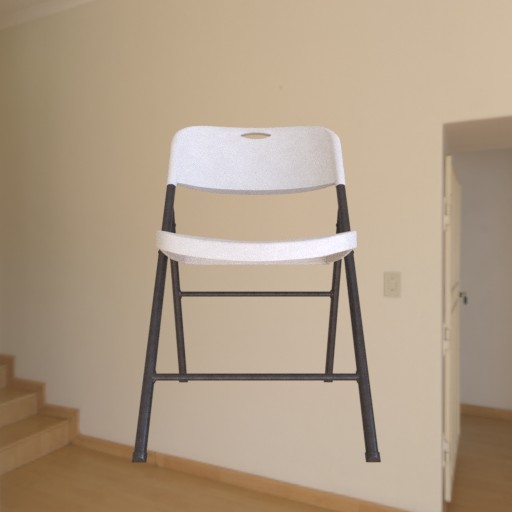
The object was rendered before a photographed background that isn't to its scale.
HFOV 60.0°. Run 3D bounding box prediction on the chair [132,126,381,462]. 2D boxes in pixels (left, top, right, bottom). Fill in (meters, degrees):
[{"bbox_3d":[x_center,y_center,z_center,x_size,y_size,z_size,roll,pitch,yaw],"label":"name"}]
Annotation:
[{"bbox_3d":[0.000,0.000,1.146,0.494,0.810,0.566,0,0,0],"label":"chair"}]
